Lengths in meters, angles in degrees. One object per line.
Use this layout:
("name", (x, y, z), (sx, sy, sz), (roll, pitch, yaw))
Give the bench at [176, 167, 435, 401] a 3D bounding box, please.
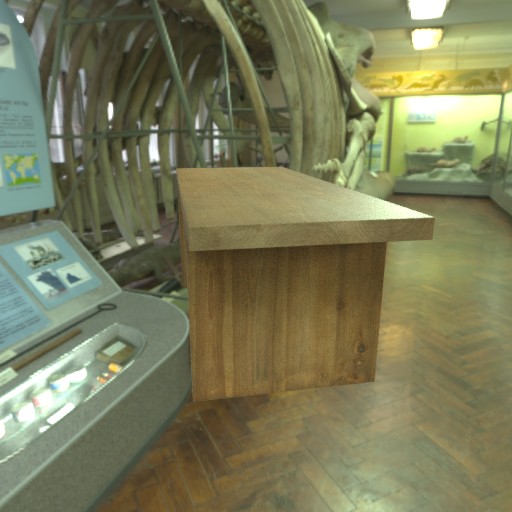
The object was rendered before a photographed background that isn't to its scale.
("bench", (0.000, 0.000, 1.410), (0.458, 0.458, 1.183), (-3, 16, -10))
